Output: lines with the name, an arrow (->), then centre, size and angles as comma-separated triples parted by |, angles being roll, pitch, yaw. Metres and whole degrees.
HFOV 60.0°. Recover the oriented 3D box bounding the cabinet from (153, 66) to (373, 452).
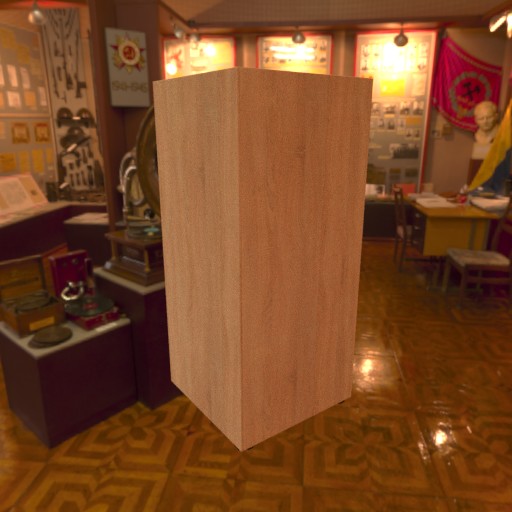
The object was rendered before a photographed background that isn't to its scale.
cabinet -> 0.000, 0.000, 2.836 | 1.327, 2.120, 1.094 | 3, 17, 9
